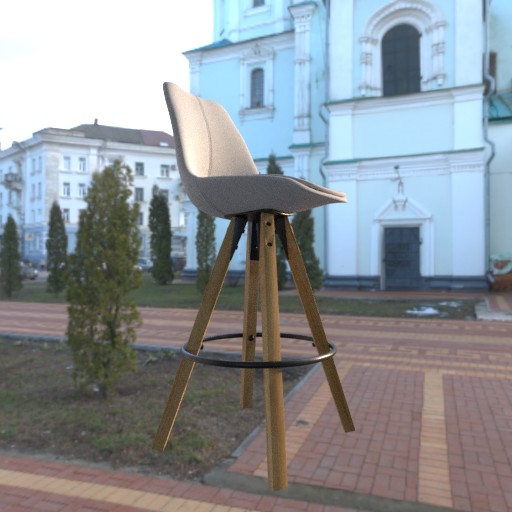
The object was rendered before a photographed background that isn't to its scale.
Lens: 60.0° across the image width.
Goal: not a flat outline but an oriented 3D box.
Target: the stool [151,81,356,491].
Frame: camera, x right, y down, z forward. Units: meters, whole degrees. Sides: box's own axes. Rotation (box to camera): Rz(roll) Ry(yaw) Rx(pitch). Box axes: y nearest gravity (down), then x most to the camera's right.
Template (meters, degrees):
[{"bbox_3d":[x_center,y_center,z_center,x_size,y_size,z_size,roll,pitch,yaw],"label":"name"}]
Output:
[{"bbox_3d":[0.000,0.000,1.355,0.550,1.115,0.484,0,-1,34],"label":"stool"}]
